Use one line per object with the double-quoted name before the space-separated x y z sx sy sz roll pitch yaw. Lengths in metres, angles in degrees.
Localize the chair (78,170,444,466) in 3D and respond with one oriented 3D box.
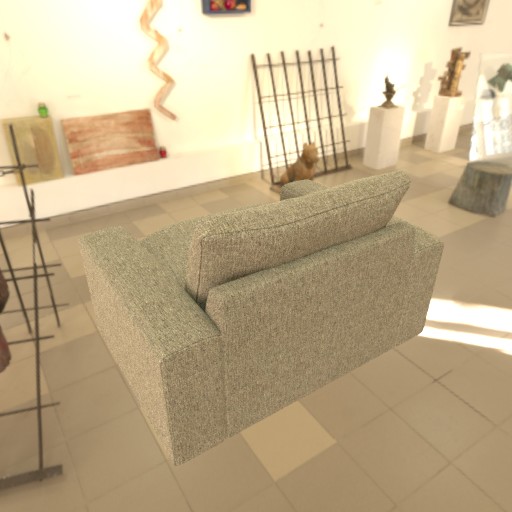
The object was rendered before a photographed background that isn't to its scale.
"chair" 0.000 0.000 2.115 1.398 0.915 1.039 -18 35 -28
